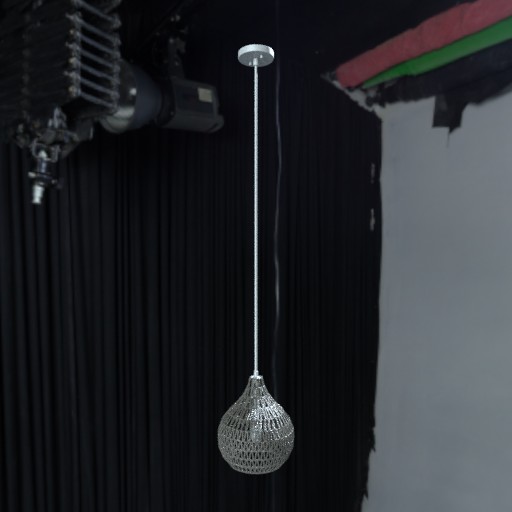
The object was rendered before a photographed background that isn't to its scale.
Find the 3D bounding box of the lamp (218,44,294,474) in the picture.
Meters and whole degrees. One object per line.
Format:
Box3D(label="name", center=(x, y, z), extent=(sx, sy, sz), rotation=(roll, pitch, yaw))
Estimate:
Box3D(label="lamp", center=(0.000, 0.000, 2.082), extent=(0.355, 1.919, 0.355), rotation=(1, -1, -36))
